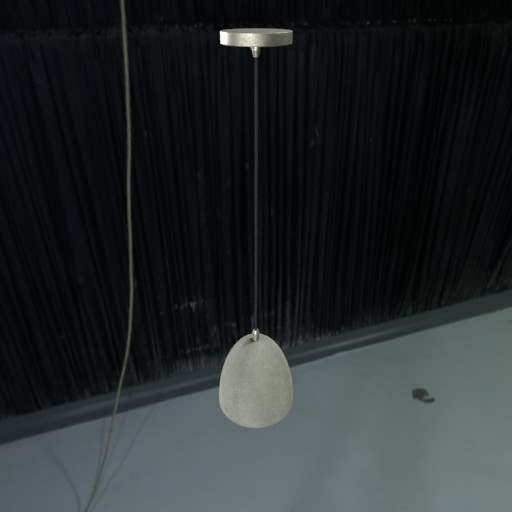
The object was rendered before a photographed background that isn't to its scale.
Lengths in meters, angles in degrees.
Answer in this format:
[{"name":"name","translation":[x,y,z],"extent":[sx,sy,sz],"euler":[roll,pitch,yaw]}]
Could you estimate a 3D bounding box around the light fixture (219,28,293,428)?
[{"name":"light fixture","translation":[0.000,0.000,0.836],"extent":[0.170,0.759,0.170],"euler":[-11,32,-19]}]
